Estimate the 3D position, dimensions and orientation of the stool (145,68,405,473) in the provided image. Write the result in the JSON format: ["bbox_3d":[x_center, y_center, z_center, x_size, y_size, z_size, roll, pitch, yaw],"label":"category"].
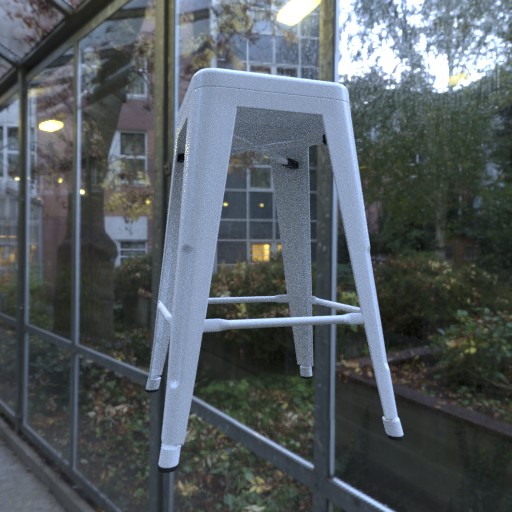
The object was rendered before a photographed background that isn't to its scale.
[{"bbox_3d":[0.000,0.000,0.872,0.406,0.610,0.406,0,0,-17],"label":"stool"}]
